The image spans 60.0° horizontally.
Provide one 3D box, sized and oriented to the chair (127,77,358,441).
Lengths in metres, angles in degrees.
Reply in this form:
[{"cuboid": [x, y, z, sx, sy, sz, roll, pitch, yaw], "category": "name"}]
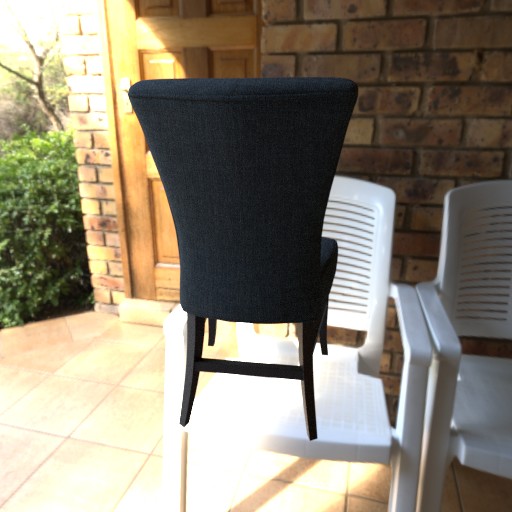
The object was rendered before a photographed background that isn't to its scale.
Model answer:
[{"cuboid": [0.000, 0.000, 1.366, 0.520, 0.991, 0.660, 3, 19, 8], "category": "chair"}]
